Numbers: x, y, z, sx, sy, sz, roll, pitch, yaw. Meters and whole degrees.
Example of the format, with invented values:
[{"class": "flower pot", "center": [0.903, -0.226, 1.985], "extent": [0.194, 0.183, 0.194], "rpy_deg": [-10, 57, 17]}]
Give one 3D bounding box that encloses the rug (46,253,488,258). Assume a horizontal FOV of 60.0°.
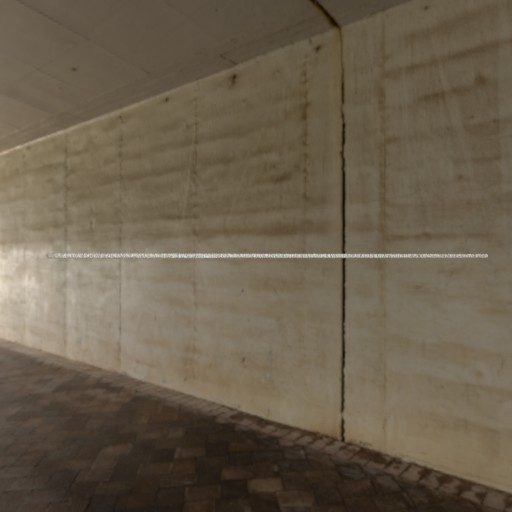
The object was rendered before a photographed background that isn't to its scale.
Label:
[{"class": "rug", "center": [0.000, 0.000, 3.393], "extent": [2.698, 0.025, 1.798], "rpy_deg": [0, 0, -18]}]
